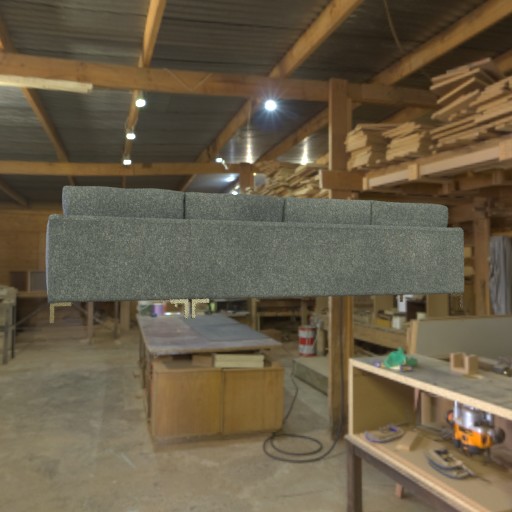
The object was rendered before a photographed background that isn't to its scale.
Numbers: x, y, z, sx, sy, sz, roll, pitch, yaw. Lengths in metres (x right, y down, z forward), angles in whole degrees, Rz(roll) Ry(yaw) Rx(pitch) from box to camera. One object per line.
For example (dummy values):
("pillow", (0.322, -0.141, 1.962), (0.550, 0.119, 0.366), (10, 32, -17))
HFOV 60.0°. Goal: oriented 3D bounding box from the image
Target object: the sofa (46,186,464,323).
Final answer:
("sofa", (0.000, 0.000, 3.538), (2.932, 0.810, 1.350), (0, -1, -18))
